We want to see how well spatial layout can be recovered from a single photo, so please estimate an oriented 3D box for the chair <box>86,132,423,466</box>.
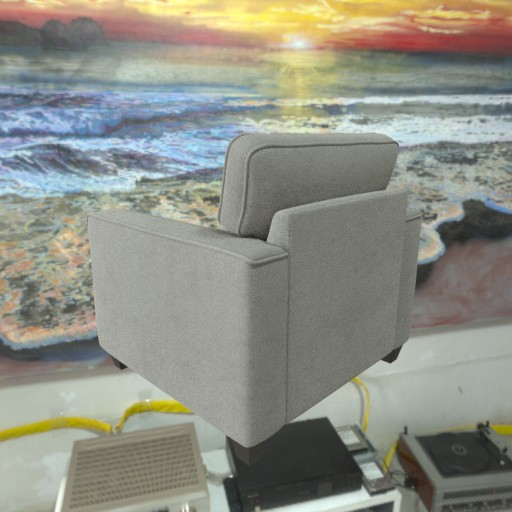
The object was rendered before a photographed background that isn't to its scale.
[{"bbox_3d":[0.000,0.000,1.799,0.939,0.965,1.015,15,22,43],"label":"chair"}]
